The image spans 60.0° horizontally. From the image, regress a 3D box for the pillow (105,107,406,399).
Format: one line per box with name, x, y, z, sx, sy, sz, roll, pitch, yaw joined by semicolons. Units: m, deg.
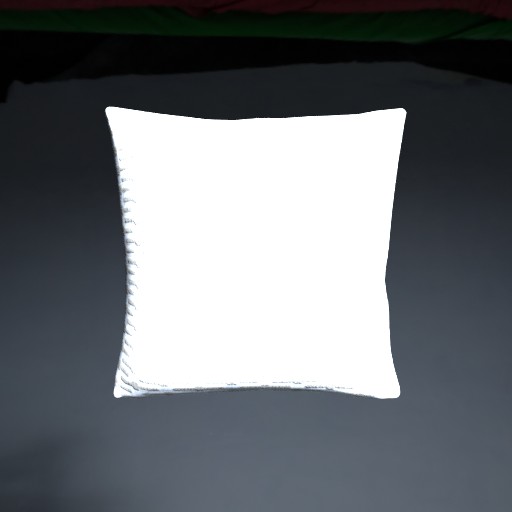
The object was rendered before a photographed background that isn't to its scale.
pillow;0.000;0.000;0.753;0.496;0.491;0.219;0;1;-1
